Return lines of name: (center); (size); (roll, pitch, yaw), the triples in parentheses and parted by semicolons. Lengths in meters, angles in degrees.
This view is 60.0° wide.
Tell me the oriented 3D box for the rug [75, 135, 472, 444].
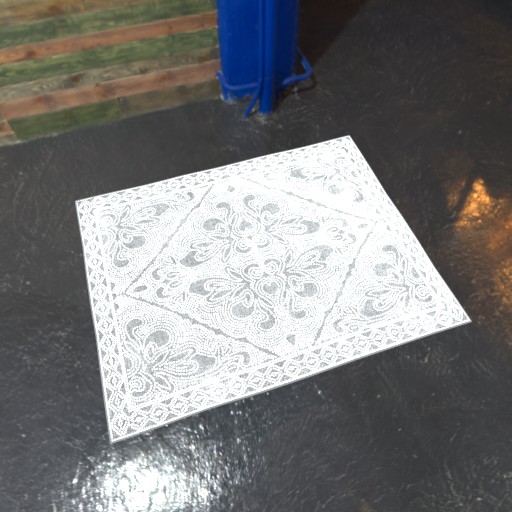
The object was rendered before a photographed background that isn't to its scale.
rug: (0.000, 0.000, 4.092); (3.048, 0.012, 2.438); (-15, 58, -10)
